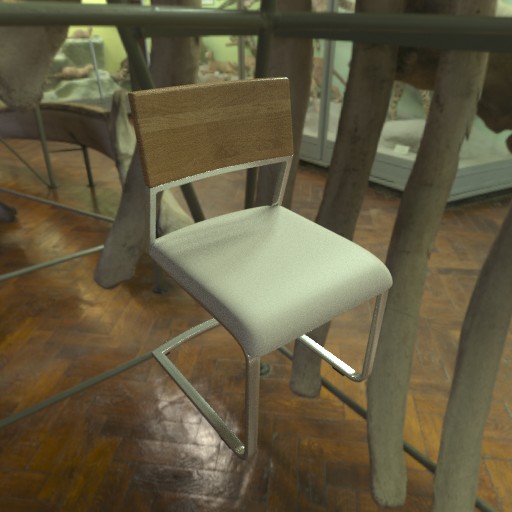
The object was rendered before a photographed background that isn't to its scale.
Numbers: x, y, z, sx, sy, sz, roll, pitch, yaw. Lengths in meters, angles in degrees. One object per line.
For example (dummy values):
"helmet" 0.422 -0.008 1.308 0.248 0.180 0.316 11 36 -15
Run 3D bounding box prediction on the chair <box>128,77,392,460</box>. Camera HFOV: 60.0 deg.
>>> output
"chair" 0.000 0.000 1.204 0.467 0.844 0.585 -20 35 -33
